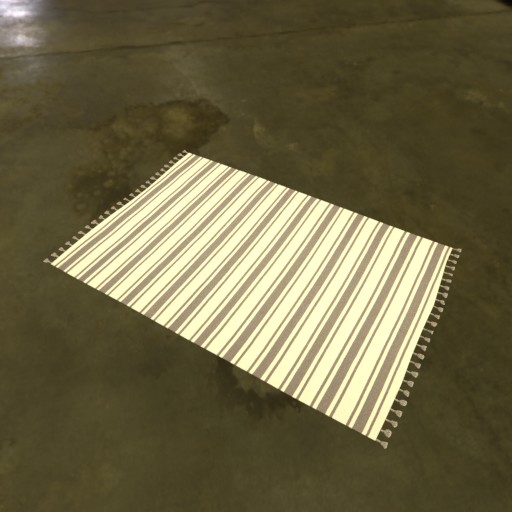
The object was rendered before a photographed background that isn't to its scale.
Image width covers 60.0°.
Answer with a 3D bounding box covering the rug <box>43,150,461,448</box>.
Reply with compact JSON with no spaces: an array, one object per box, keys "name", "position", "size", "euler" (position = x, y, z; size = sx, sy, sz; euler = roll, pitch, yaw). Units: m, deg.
[{"name":"rug","position":[0.000,0.000,3.019],"size":[2.425,0.014,1.563],"euler":[23,51,21]}]
